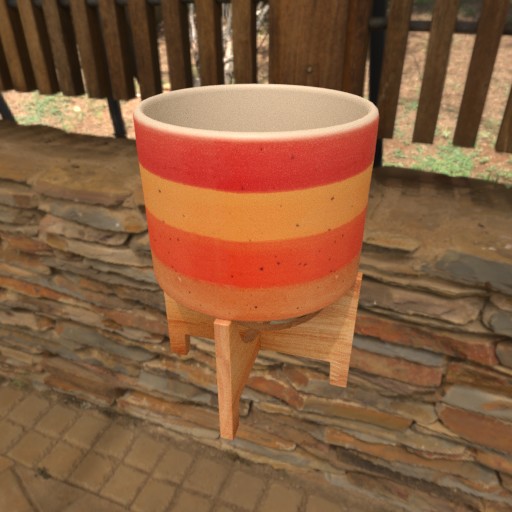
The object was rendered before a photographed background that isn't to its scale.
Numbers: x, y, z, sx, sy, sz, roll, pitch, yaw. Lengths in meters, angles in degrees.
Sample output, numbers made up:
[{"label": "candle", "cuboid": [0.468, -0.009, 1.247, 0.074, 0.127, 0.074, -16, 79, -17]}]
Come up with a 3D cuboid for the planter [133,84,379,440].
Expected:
[{"label": "planter", "cuboid": [0.000, 0.000, 0.569, 0.269, 0.379, 0.269, 0, 30, 0]}]
